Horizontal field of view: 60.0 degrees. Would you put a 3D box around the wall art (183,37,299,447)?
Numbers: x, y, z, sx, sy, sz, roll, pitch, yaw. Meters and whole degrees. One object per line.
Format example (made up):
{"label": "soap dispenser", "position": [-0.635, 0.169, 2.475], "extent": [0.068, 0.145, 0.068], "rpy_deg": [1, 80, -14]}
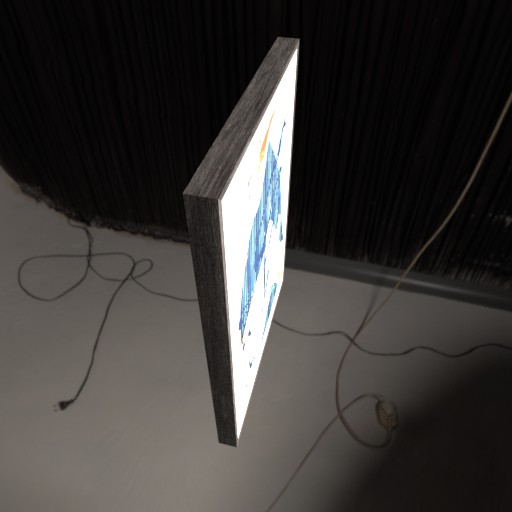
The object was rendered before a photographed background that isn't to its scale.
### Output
{"label": "wall art", "position": [0.000, 0.000, 1.358], "extent": [0.063, 1.016, 0.762], "rpy_deg": [10, 46, 10]}
